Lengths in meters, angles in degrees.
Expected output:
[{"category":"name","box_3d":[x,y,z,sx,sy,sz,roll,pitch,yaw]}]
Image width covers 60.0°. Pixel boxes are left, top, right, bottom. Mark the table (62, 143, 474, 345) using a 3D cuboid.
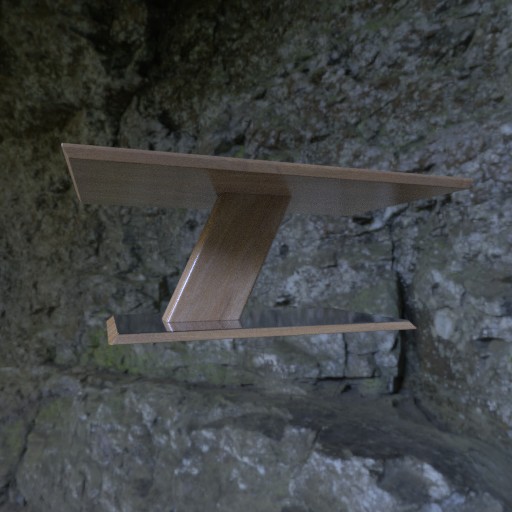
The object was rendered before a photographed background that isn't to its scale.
[{"category":"table","box_3d":[0.000,0.000,1.426,1.100,0.441,0.692,1,-2,-19]}]
